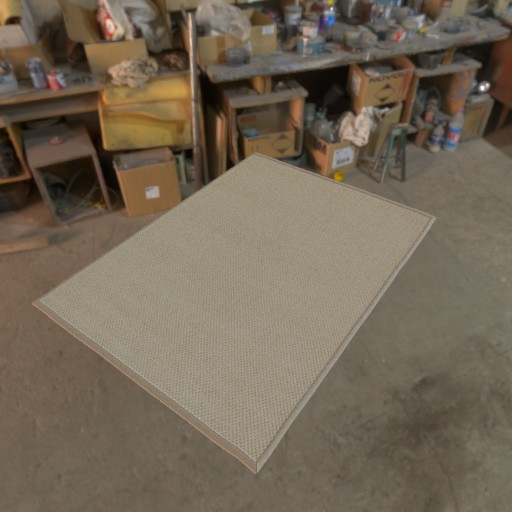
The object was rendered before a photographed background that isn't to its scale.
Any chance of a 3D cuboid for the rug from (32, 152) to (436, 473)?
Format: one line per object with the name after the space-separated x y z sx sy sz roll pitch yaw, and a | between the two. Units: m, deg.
0.000 0.000 2.703 1.525 0.020 2.081 26 48 26 | rug
